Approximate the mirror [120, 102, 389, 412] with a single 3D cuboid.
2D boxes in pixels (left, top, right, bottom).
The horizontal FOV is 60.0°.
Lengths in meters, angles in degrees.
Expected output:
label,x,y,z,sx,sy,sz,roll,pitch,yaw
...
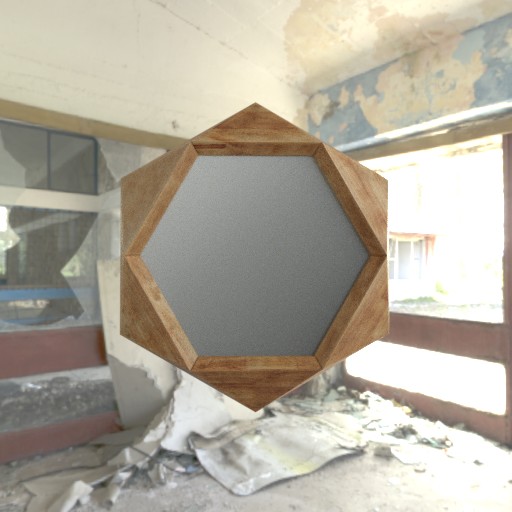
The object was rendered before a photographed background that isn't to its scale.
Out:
label,x,y,z,sx,sy,sz,roll,pitch,yaw
mirror,0.000,0.000,1.076,0.675,0.779,0.091,0,-1,-1
